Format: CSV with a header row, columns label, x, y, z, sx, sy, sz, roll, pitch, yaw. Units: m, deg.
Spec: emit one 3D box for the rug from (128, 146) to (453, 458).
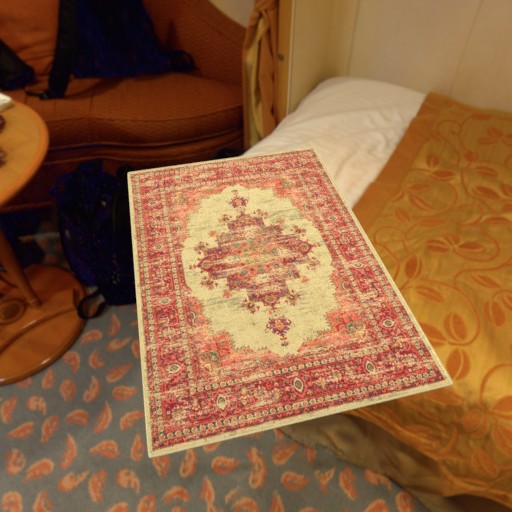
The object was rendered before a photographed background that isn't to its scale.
label,x,y,z,sx,sy,sz,roll,pitch,yaw
rug,0.000,0.000,3.727,2.005,0.014,2.878,-10,48,-9
